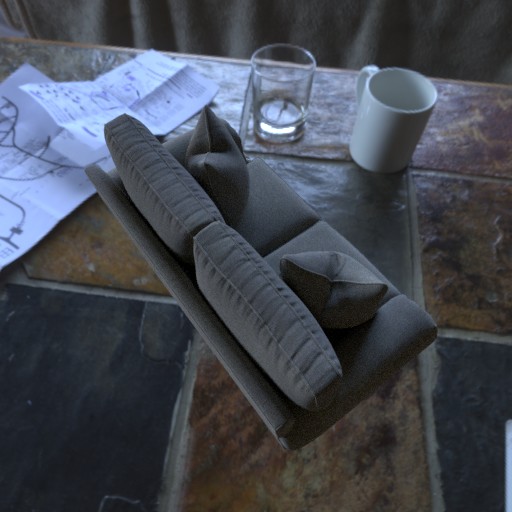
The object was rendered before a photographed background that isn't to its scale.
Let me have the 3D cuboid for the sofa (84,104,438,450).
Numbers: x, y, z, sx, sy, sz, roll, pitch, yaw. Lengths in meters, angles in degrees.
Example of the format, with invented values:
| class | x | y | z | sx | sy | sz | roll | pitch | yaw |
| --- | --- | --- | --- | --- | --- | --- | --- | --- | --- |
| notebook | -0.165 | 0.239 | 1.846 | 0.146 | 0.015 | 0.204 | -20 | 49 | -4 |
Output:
| class | x | y | z | sx | sy | sz | roll | pitch | yaw |
| --- | --- | --- | --- | --- | --- | --- | --- | --- | --- |
| sofa | 0.000 | 0.000 | 2.239 | 0.966 | 0.966 | 1.701 | -32 | 63 | -19 |
